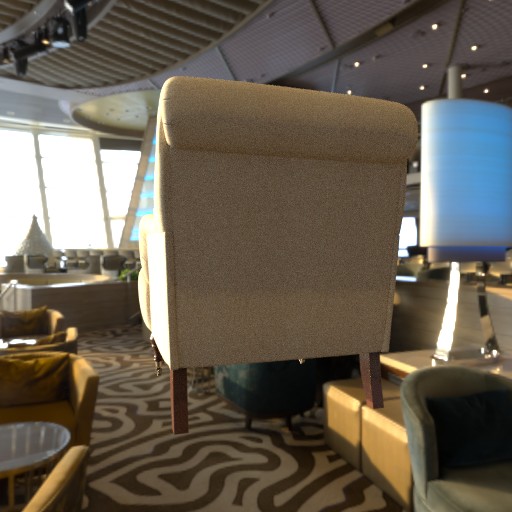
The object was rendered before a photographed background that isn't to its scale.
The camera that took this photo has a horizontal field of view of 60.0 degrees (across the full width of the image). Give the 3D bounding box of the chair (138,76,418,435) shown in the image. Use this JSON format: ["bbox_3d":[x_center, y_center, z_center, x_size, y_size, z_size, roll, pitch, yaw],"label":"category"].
[{"bbox_3d":[0.000,0.000,1.556,0.766,0.944,0.842,0,1,-18],"label":"chair"}]
